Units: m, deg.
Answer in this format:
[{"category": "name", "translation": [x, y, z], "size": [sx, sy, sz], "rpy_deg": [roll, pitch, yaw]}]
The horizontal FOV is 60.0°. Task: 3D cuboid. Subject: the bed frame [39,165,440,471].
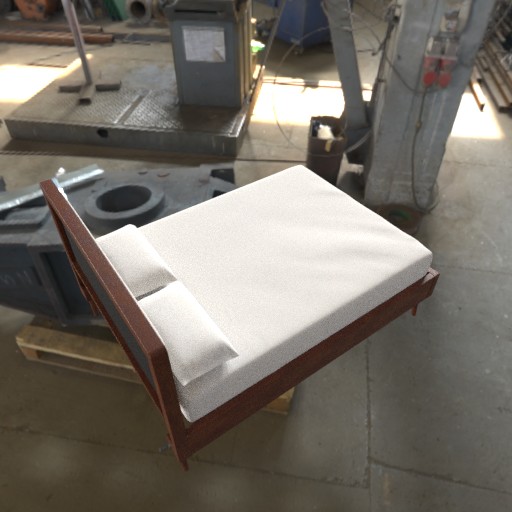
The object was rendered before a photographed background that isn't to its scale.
[{"category": "bed frame", "translation": [0.000, 0.000, 3.141], "size": [2.171, 1.279, 1.587], "rpy_deg": [-26, 49, -25]}]
